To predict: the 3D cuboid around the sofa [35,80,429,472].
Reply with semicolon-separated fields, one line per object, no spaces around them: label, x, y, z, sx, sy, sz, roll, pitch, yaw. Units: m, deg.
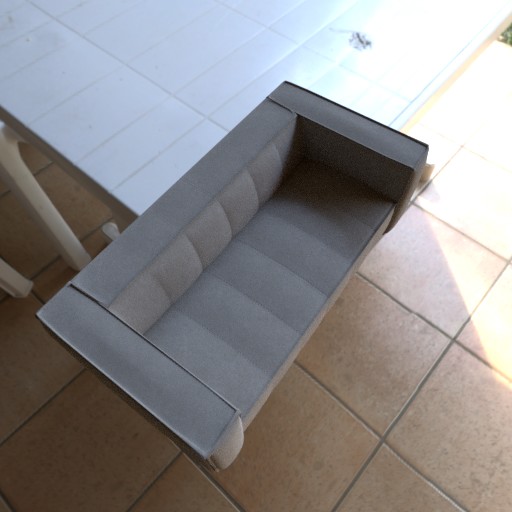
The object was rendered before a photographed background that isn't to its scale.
sofa;0.000;0.000;2.463;1.038;0.680;1.995;32;64;18
